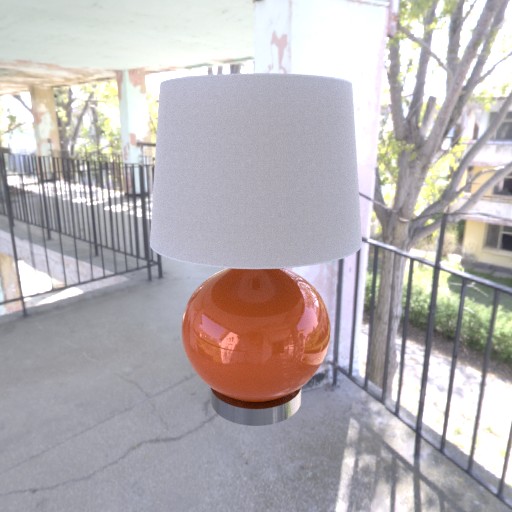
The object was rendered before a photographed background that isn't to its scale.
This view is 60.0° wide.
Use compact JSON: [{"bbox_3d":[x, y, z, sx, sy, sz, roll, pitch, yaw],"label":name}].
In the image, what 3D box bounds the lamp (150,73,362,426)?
[{"bbox_3d":[0.000,0.000,0.534,0.247,0.387,0.247,0,16,0],"label":"lamp"}]
